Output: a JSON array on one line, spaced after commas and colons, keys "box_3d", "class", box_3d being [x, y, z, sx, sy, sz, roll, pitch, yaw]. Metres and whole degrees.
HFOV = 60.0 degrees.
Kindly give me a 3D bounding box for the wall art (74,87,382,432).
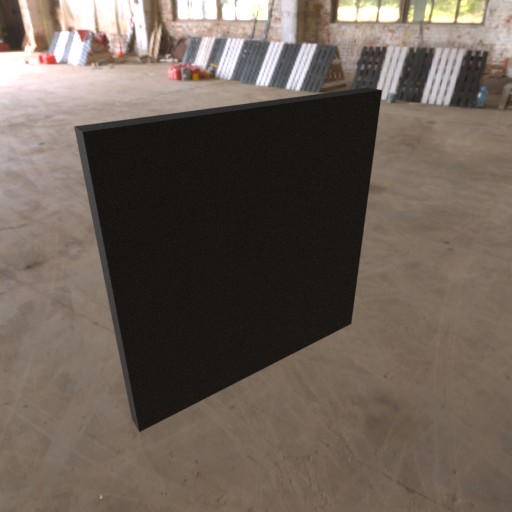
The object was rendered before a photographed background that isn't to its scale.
[{"box_3d": [0.000, 0.000, 0.698, 0.462, 0.458, 0.030, -19, 35, -30], "class": "wall art"}]
